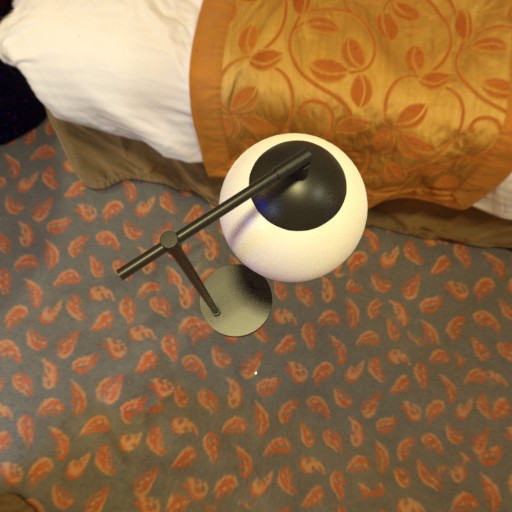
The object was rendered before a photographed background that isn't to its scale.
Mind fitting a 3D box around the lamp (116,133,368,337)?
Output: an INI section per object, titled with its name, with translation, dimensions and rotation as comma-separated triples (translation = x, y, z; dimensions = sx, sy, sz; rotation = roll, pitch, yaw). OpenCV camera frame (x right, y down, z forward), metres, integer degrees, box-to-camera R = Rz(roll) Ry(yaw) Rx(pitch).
[lamp]
translation = 0.000, 0.000, 0.705
dimensions = 0.316, 0.559, 0.197
rotation = -34, 78, -8
